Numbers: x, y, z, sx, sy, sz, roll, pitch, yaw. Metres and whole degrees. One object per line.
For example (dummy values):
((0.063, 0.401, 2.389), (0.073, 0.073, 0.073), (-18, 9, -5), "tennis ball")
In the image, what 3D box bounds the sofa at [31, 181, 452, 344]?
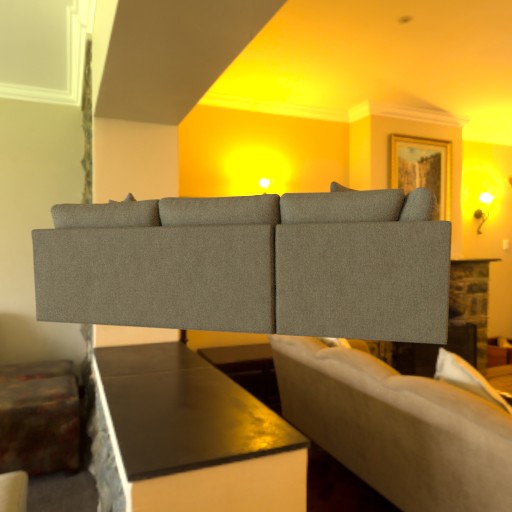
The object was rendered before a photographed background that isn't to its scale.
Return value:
((0.000, 0.000, 3.815), (2.896, 0.978, 1.994), (0, 0, 18), "sofa")
